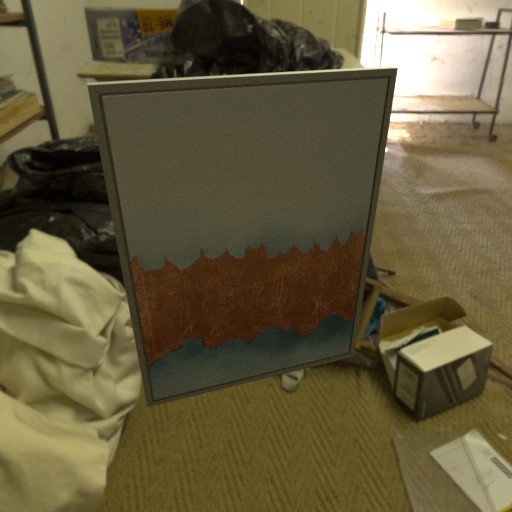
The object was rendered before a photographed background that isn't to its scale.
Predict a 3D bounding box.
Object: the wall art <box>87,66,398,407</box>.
[{"bbox_3d":[0.000,0.000,1.360,0.789,1.042,0.034,-10,32,-15],"label":"wall art"}]
